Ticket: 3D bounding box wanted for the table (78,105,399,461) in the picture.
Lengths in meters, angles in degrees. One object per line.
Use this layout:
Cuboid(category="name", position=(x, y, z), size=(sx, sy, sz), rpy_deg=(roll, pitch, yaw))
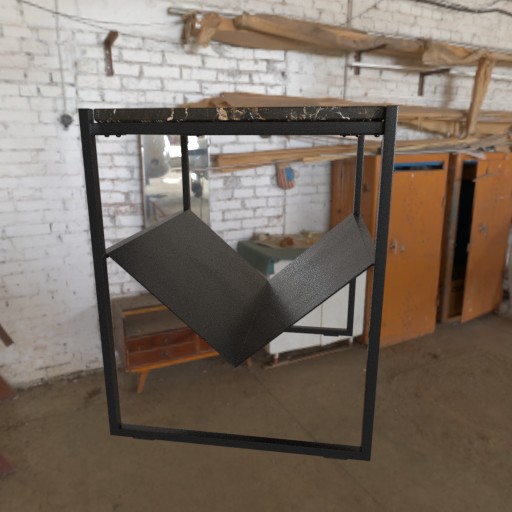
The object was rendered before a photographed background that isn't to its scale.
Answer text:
Cuboid(category="table", position=(0.000, 0.000, 0.878), size=(0.432, 0.534, 0.469), rpy_deg=(2, 15, 8))
